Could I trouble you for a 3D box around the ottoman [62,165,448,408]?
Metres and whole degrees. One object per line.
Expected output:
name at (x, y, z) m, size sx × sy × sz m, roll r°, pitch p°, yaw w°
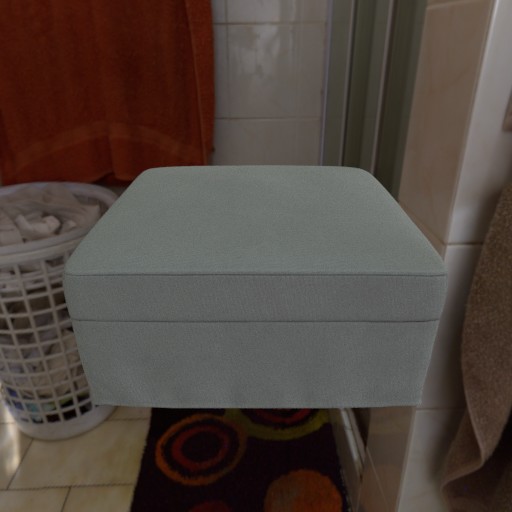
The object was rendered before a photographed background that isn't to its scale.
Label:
ottoman at (0.000, 0.000, 1.358) m, size 0.843 × 0.441 × 0.842 m, roll 0°, pitch 26°, yaw 0°
